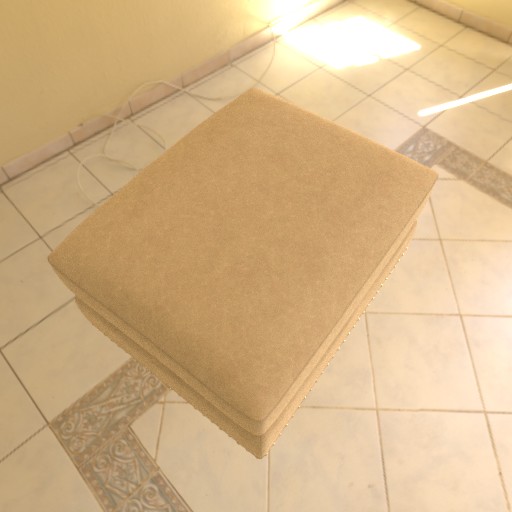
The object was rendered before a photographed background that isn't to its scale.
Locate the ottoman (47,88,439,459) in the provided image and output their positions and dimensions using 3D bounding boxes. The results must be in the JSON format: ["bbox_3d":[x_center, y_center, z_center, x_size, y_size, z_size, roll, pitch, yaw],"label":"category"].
[{"bbox_3d":[0.000,0.000,1.142,0.584,0.513,0.741,32,62,19],"label":"ottoman"}]
